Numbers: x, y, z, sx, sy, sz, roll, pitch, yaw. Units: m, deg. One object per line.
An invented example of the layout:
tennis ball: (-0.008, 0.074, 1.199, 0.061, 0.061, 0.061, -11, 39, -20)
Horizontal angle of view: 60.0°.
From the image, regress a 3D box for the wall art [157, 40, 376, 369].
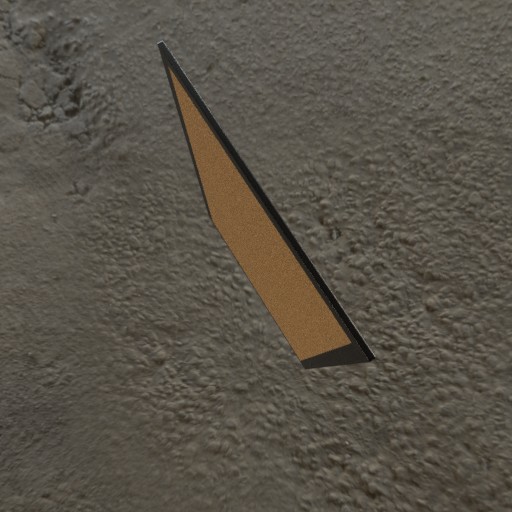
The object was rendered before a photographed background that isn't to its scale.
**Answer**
wall art: (0.000, 0.000, 1.249, 0.013, 0.967, 0.707, -31, 77, -8)
